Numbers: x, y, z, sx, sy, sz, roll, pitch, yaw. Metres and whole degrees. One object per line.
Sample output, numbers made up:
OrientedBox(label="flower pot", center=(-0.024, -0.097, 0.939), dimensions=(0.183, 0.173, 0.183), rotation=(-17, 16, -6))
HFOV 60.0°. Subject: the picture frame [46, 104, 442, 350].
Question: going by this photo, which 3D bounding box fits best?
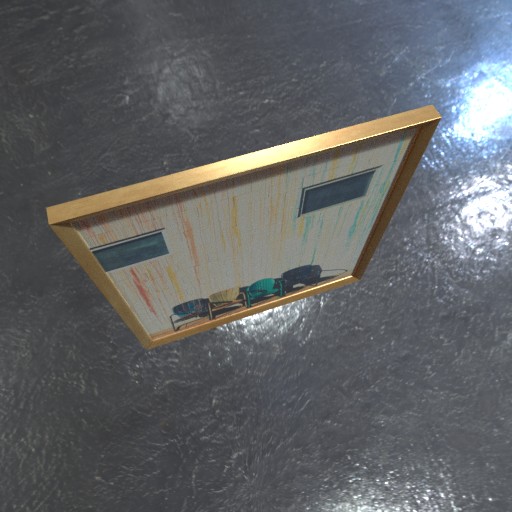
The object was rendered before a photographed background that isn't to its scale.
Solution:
OrientedBox(label="picture frame", center=(0.000, 0.000, 1.154), dimensions=(0.758, 0.761, 0.037), rotation=(-17, 63, -9))
